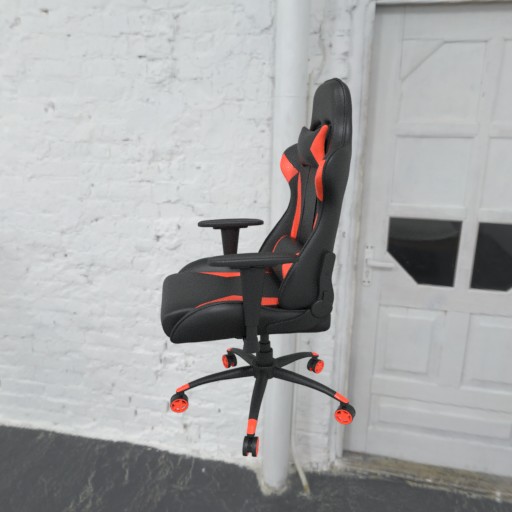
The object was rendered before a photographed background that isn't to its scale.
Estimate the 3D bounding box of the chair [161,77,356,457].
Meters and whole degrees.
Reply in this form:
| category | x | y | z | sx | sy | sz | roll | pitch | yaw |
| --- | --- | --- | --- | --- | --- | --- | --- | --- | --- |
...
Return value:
| category | x | y | z | sx | sy | sz | roll | pitch | yaw |
| --- | --- | --- | --- | --- | --- | --- | --- | --- | --- |
| chair | 0.000 | 0.000 | 1.706 | 0.730 | 1.282 | 0.695 | -3 | 16 | -10 |
